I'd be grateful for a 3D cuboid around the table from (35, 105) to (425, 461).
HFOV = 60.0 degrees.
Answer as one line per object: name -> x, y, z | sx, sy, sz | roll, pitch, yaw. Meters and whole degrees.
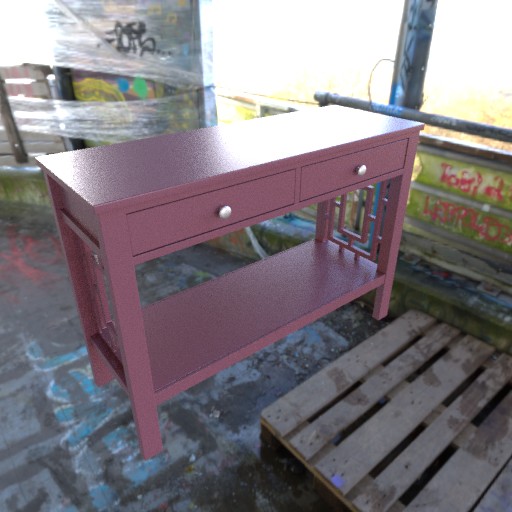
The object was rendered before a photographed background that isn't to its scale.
table -> 0.000, 0.000, 1.425 | 1.068, 0.753, 0.397 | -21, 36, -33
